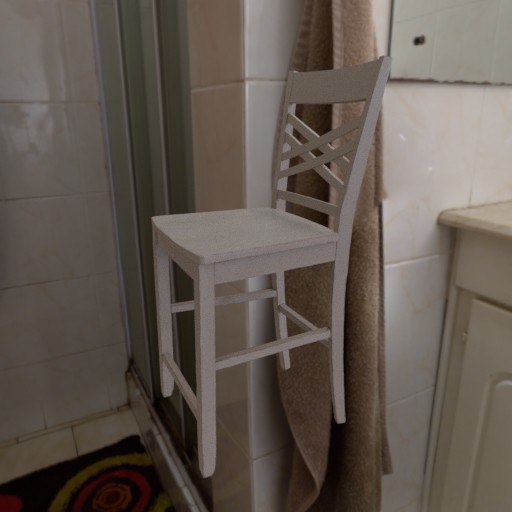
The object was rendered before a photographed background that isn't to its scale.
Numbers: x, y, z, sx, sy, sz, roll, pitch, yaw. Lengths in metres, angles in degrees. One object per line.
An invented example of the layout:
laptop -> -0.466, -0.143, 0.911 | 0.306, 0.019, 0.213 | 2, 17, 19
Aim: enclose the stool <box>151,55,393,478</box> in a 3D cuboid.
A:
stool -> 0.000, 0.000, 1.325 | 0.539, 1.079, 0.462 | -9, 20, -25
